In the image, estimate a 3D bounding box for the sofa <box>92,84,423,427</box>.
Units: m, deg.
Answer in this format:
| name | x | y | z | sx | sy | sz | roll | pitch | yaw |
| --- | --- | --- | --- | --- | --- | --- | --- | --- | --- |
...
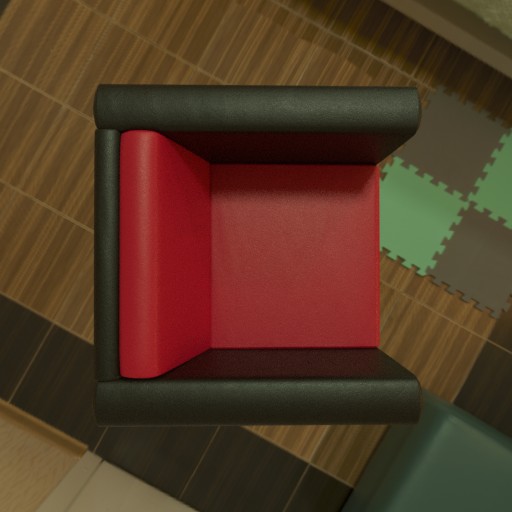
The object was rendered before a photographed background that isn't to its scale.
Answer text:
| name | x | y | z | sx | sy | sz | roll | pitch | yaw |
| --- | --- | --- | --- | --- | --- | --- | --- | --- | --- |
| sofa | 0.000 | 0.000 | 1.414 | 0.809 | 0.724 | 0.839 | 0 | 90 | -1 |
